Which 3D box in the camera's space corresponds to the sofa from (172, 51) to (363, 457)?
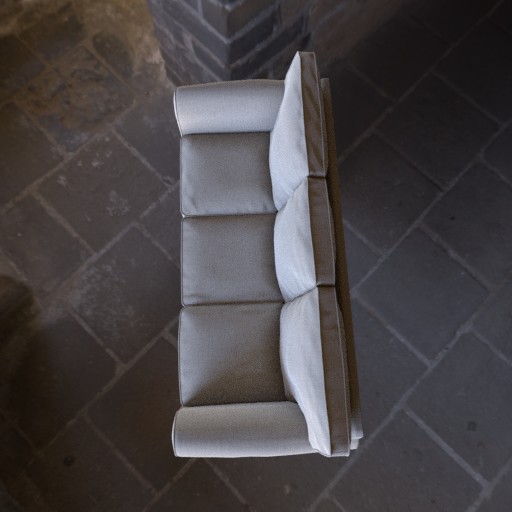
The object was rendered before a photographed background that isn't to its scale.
[{"bbox_3d":[0.000,0.000,2.554,0.916,0.961,2.084,-2,75,-1],"label":"sofa"}]
